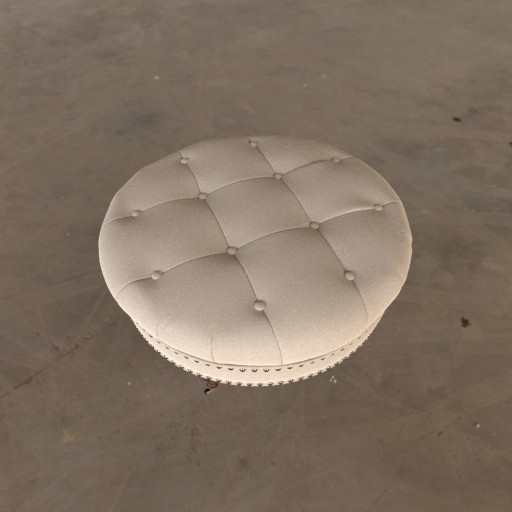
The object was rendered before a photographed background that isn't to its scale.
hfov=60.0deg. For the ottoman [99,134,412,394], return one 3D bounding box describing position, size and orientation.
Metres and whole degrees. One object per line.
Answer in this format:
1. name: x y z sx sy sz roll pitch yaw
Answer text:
1. ottoman: 0.000 0.000 1.413 0.901 0.439 0.901 0 48 0
